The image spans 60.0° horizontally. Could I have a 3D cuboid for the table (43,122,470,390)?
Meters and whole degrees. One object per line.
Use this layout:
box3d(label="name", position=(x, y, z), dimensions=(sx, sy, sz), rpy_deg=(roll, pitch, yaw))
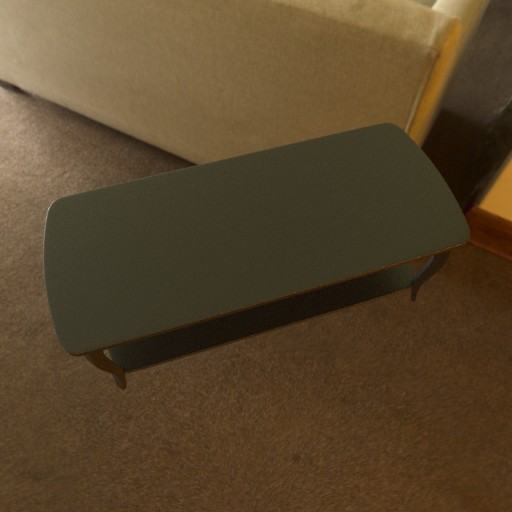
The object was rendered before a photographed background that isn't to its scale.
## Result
box3d(label="table", position=(0.000, 0.000, 1.624), dimensions=(1.333, 0.457, 0.571), rpy_deg=(-15, 60, -9))
